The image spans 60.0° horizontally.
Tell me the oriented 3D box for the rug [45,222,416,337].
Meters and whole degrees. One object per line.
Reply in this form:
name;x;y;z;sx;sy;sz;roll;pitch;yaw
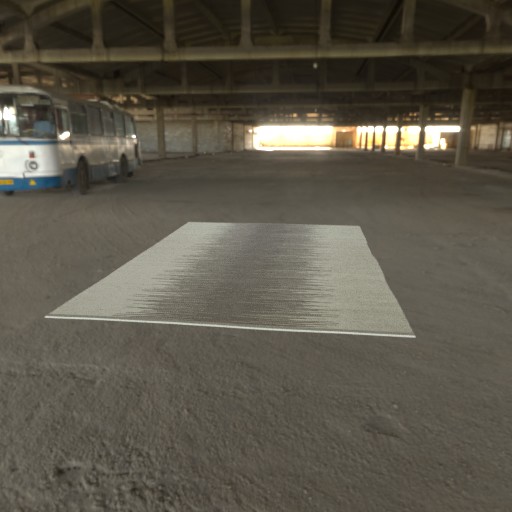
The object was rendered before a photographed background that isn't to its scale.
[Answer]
rug;0.000;0.000;2.306;1.226;0.007;1.815;2;15;7
